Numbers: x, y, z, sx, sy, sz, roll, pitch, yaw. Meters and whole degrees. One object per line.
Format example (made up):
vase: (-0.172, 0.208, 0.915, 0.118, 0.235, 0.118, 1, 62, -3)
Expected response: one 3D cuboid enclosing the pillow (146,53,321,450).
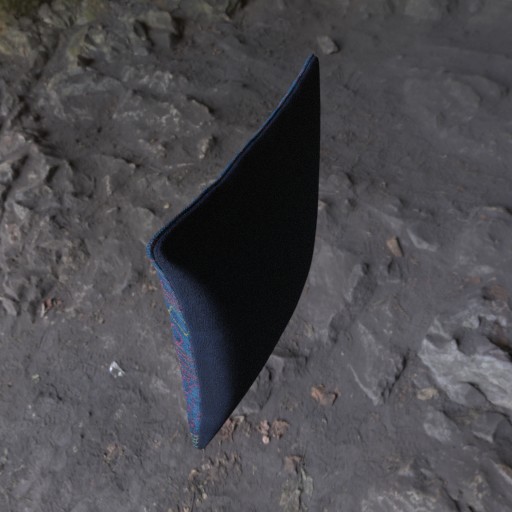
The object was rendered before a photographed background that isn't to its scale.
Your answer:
pillow: (0.000, 0.000, 0.647, 0.141, 0.431, 0.431, 17, 48, 16)
